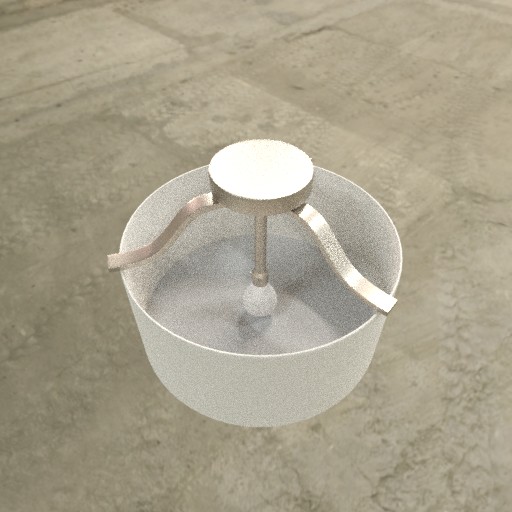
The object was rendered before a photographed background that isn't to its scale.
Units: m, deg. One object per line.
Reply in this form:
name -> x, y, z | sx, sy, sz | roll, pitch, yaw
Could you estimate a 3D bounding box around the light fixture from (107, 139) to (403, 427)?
light fixture -> 0.000, 0.000, 0.637 | 0.395, 0.304, 0.395 | 0, 46, 0
